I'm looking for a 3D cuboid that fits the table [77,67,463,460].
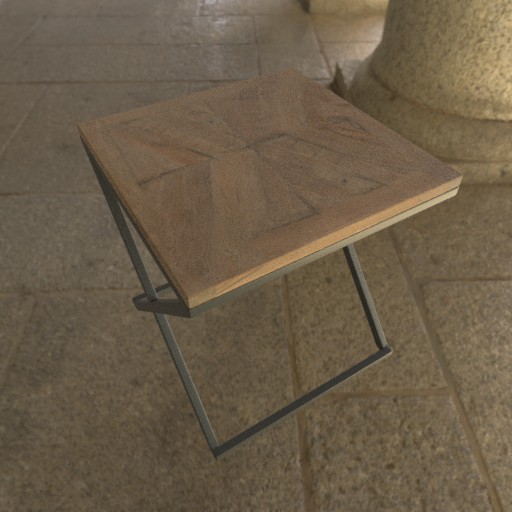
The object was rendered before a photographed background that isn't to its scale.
[{"bbox_3d":[0.000,0.000,0.979,0.499,0.550,0.498,-24,50,-21],"label":"table"}]
